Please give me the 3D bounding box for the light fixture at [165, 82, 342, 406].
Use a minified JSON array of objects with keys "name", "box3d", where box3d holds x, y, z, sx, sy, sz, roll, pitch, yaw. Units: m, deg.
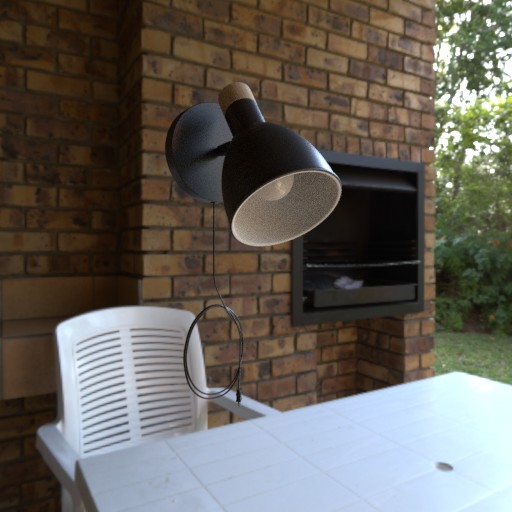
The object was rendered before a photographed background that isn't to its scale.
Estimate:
[{"name":"light fixture","box3d":[0.000,0.000,0.494,0.127,0.401,0.203,-1,1,-36]}]
